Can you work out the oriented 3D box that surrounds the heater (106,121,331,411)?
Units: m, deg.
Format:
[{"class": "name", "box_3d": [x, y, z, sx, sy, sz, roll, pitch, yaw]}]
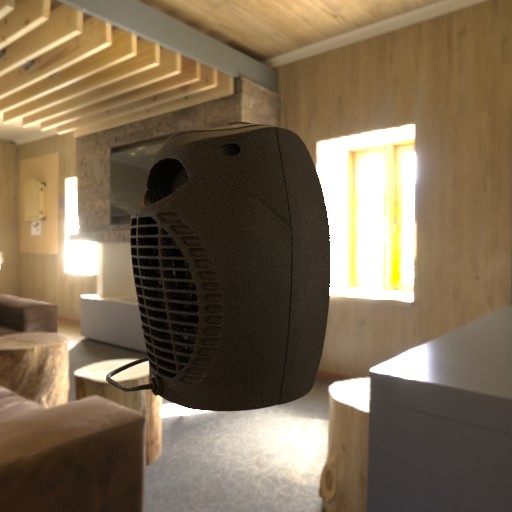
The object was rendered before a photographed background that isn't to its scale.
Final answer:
[{"class": "heater", "box_3d": [0.000, 0.000, 0.470, 0.291, 0.240, 0.239, -1, 2, -35]}]
